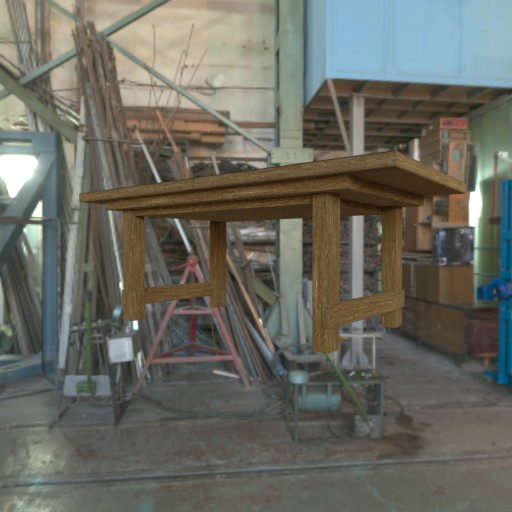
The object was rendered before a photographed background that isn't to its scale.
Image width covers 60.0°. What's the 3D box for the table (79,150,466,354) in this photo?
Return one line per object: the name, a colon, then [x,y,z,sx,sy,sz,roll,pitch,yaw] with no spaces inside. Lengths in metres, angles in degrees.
table: [0.000,0.000,2.515,1.982,0.762,1.000,1,1,38]
